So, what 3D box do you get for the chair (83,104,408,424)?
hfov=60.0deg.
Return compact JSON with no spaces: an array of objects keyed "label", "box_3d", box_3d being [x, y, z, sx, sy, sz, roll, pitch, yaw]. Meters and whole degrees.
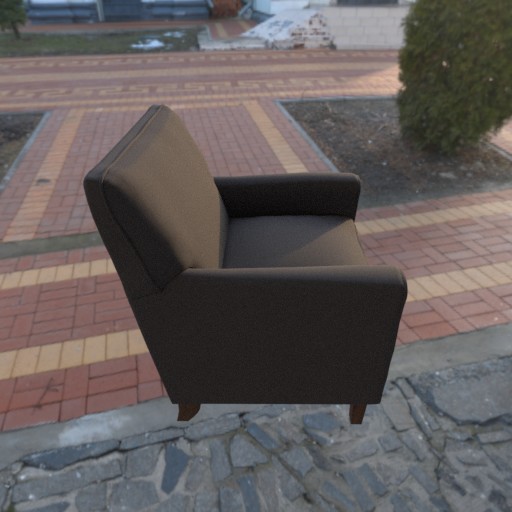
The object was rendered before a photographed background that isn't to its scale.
[{"label":"chair","box_3d":[0.000,0.000,1.613,0.831,0.911,0.836,1,32,1]}]
